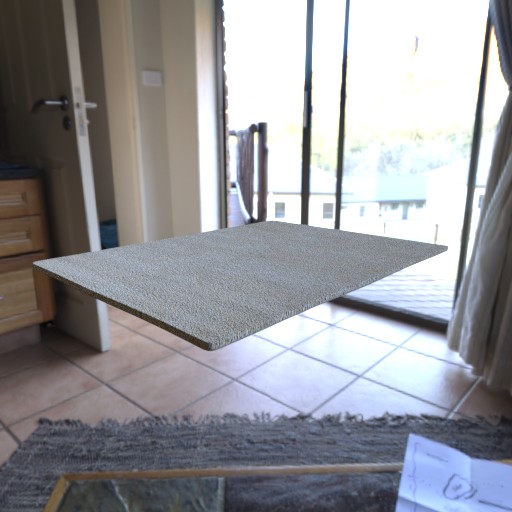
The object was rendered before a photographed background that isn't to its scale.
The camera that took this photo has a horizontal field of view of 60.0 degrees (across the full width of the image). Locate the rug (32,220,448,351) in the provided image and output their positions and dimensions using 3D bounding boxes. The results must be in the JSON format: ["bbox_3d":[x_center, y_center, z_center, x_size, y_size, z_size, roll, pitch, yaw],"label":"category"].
[{"bbox_3d":[0.000,0.000,2.092,1.199,0.025,1.600,13,19,42],"label":"rug"}]
